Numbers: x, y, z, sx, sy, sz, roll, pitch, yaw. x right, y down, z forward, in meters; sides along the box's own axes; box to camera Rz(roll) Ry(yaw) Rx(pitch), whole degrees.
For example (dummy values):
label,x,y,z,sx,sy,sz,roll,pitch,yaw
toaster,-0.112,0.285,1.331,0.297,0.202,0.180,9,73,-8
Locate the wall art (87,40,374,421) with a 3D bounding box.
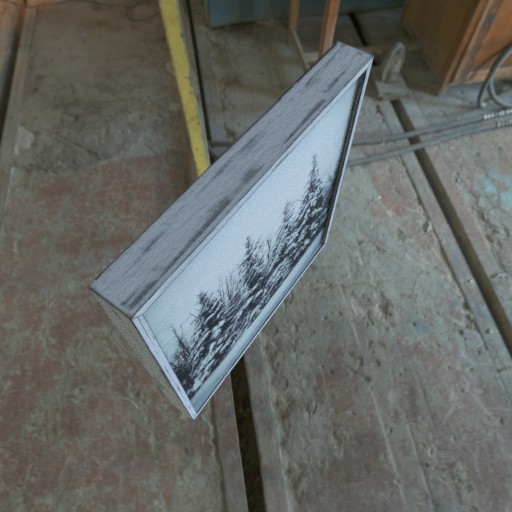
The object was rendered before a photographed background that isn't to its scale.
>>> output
label,x,y,z,sx,sy,sz,roll,pitch,yaw
wall art,0.000,0.000,0.458,0.036,0.303,0.303,31,64,17
